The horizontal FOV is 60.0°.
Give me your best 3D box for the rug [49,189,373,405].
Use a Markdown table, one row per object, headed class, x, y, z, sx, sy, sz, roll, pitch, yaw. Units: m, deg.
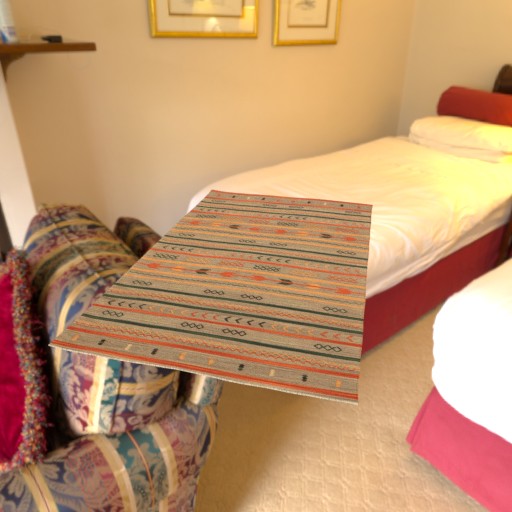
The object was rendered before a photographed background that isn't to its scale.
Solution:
| class | x | y | z | sx | sy | sz | roll | pitch | yaw |
| --- | --- | --- | --- | --- | --- | --- | --- | --- | --- |
| rug | 0.000 | 0.000 | 3.105 | 1.537 | 0.029 | 2.439 | 7 | 29 | 13 |
